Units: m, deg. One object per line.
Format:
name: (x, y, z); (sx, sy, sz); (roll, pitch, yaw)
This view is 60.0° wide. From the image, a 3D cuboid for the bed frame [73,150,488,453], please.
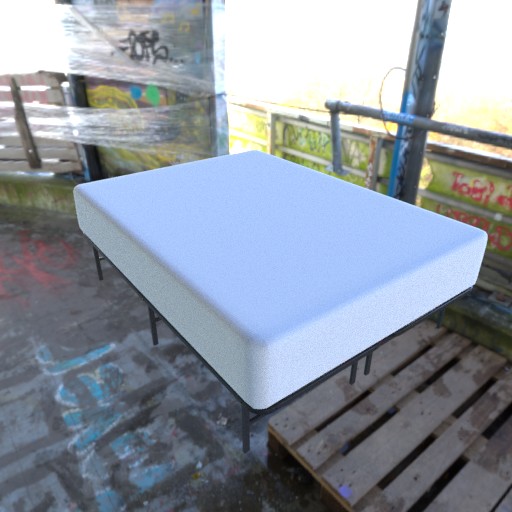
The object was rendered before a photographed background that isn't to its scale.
bed frame: (0.000, 0.000, 2.739); (1.528, 0.677, 2.037); (-20, 34, -32)
